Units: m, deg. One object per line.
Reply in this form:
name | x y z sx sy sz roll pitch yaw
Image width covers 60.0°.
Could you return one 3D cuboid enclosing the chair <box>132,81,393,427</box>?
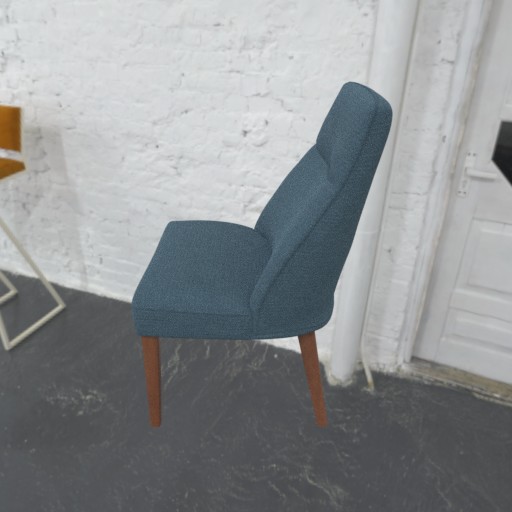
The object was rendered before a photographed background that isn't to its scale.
chair | 0.000 0.000 1.297 0.620 0.930 0.500 1 28 1
